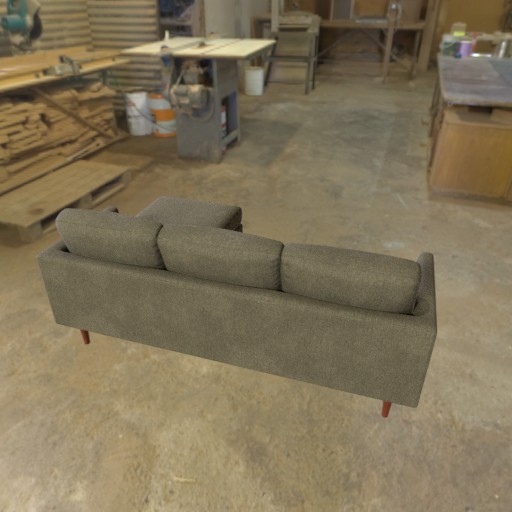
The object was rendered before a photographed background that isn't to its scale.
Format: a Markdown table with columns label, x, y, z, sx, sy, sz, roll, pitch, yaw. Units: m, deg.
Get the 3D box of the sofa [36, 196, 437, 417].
| label | x | y | z | sx | sy | sz | roll | pitch | yaw |
| --- | --- | --- | --- | --- | --- | --- | --- | --- | --- |
| sofa | 0.000 | 0.000 | 3.014 | 2.233 | 0.956 | 1.504 | 9 | 32 | 15 |
